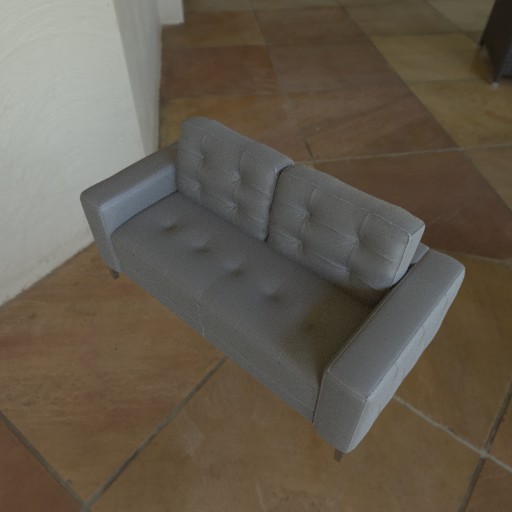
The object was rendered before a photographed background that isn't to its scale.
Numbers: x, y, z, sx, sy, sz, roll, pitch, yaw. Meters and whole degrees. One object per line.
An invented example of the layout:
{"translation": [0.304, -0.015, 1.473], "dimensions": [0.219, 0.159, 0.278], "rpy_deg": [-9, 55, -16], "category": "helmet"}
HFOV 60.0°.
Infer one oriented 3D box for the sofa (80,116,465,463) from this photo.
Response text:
{"translation": [0.000, 0.000, 2.198], "dimensions": [1.726, 0.893, 0.833], "rpy_deg": [32, 54, 27], "category": "sofa"}
